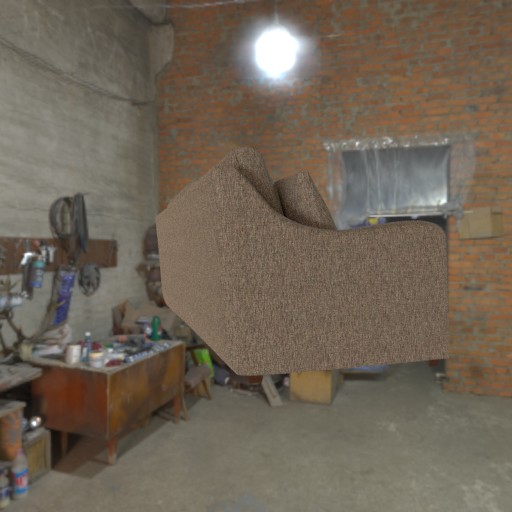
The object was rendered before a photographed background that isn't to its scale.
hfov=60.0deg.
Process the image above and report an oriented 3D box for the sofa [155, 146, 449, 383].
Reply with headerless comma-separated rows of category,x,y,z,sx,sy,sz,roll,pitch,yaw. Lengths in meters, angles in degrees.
sofa,0.000,0.000,2.933,1.103,0.998,2.418,0,0,-18
